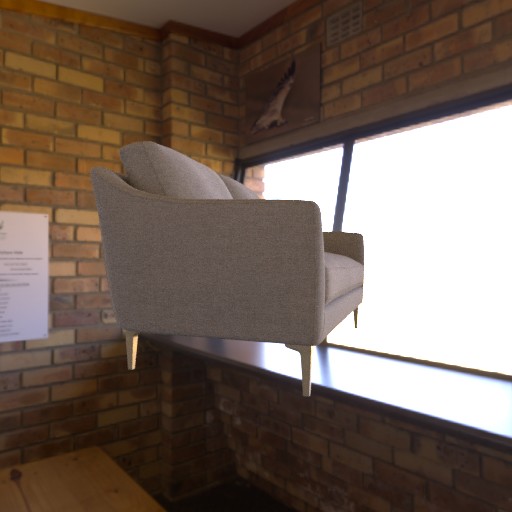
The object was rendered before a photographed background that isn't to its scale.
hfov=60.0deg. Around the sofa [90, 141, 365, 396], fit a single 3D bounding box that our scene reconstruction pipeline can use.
[{"bbox_3d":[0.000,0.000,2.240,0.960,0.904,1.619,0,-1,18],"label":"sofa"}]
